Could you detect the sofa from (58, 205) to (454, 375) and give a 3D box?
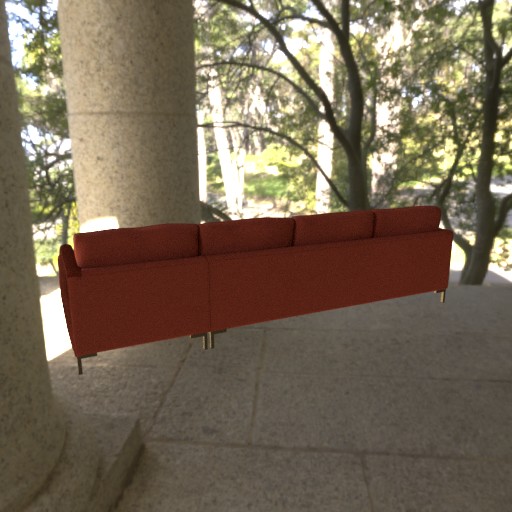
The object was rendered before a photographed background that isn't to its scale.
[{"bbox_3d":[0.000,0.000,3.581,2.932,0.810,1.350,-6,15,-24],"label":"sofa"}]
